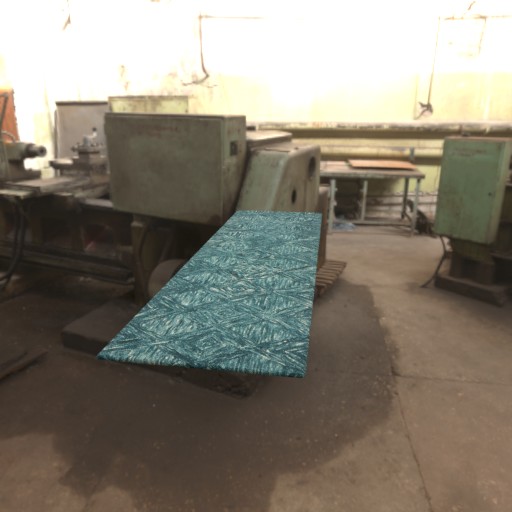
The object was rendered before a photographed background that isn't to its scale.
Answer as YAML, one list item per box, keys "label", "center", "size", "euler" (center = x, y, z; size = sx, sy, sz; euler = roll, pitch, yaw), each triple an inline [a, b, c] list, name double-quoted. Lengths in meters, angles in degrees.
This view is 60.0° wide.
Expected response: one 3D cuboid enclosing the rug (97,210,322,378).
- label: "rug"
  center: [0.000, 0.000, 2.457]
  size: [0.676, 0.016, 2.286]
  euler: [3, 18, 9]
